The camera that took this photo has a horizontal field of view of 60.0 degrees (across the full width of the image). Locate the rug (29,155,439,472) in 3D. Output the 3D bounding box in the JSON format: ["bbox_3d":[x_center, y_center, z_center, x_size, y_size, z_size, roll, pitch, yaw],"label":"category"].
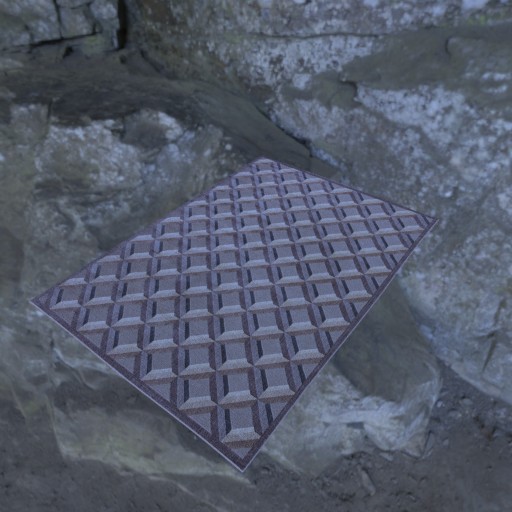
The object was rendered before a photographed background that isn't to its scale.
[{"bbox_3d":[0.000,0.000,2.884,1.600,0.013,2.260,26,47,28],"label":"rug"}]
